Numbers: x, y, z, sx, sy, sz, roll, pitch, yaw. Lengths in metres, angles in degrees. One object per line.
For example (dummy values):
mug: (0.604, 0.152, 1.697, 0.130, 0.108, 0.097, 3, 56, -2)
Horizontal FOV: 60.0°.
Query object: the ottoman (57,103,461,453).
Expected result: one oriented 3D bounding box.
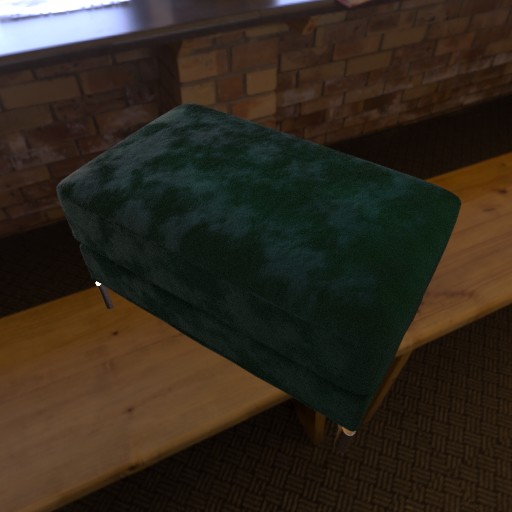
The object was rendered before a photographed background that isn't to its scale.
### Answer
ottoman: (0.000, 0.000, 1.241, 0.886, 0.533, 0.536, 25, 52, 22)
